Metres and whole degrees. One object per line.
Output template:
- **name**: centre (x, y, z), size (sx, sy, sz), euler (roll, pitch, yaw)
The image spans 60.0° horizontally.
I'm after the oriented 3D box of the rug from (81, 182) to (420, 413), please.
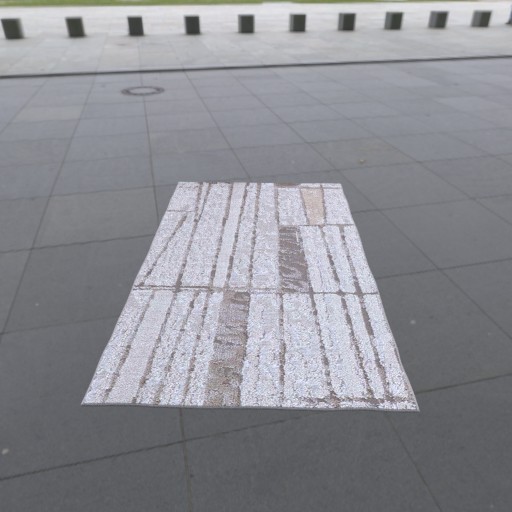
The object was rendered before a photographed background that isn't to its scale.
- **rug**: centre (0.000, 0.000, 1.034), size (0.515, 0.007, 0.867), euler (1, 32, 1)
